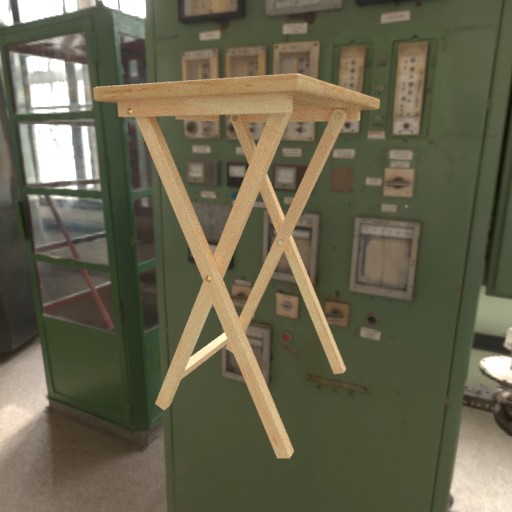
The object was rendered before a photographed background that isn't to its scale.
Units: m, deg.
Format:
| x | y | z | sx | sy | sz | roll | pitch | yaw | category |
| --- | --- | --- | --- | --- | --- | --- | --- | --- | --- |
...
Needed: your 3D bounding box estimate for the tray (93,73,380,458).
| x | y | z | sx | sy | sz | roll | pitch | yaw | category |
| --- | --- | --- | --- | --- | --- | --- | --- | --- | --- |
| 0.000 | 0.000 | 0.958 | 0.381 | 0.660 | 0.483 | 8 | 17 | 26 | tray |
